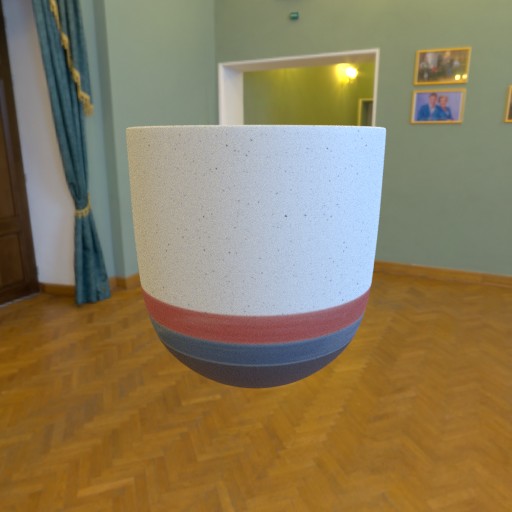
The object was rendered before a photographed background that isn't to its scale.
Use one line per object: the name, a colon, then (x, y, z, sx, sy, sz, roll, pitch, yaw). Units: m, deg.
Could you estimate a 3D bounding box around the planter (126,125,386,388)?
planter: (0.000, 0.000, 0.388, 0.204, 0.214, 0.204, 0, 15, 0)
